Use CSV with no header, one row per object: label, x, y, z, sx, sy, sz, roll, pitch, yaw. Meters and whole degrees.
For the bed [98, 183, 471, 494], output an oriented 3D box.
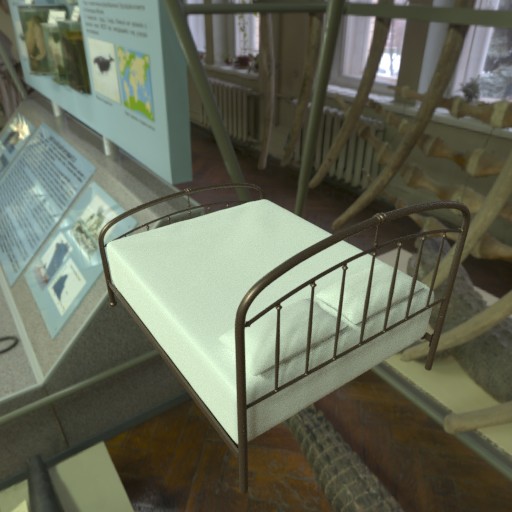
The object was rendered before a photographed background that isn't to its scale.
bed,0.000,0.000,3.265,1.711,1.475,2.168,-19,35,-30
